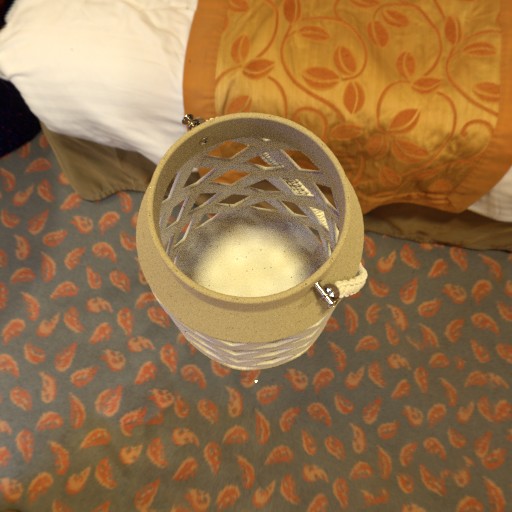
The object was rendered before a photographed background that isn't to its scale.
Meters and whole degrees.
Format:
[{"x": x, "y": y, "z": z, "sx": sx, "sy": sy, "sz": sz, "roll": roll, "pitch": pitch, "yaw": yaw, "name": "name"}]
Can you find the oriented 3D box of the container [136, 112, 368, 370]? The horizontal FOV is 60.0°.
[{"x": 0.000, "y": 0.000, "z": 0.396, "sx": 0.198, "sy": 0.264, "sz": 0.188, "roll": -35, "pitch": 77, "yaw": -9, "name": "container"}]
